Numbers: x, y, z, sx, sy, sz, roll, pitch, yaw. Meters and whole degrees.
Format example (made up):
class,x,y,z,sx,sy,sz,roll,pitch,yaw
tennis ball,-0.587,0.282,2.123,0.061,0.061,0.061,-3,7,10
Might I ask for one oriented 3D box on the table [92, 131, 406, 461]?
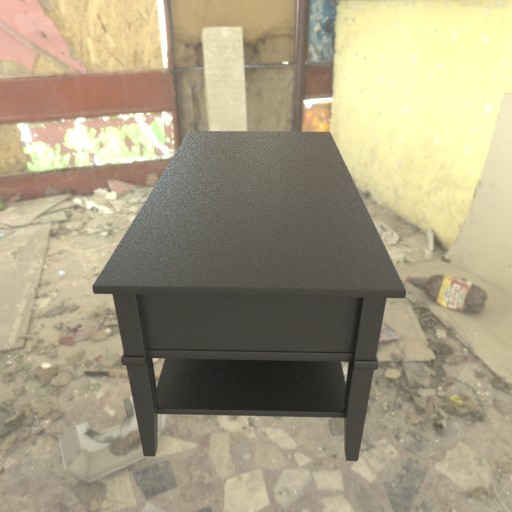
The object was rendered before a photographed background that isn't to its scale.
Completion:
class,x,y,z,sx,sy,sz,roll,pitch,yaw
table,0.000,0.000,1.304,0.523,0.470,1.044,1,30,1
